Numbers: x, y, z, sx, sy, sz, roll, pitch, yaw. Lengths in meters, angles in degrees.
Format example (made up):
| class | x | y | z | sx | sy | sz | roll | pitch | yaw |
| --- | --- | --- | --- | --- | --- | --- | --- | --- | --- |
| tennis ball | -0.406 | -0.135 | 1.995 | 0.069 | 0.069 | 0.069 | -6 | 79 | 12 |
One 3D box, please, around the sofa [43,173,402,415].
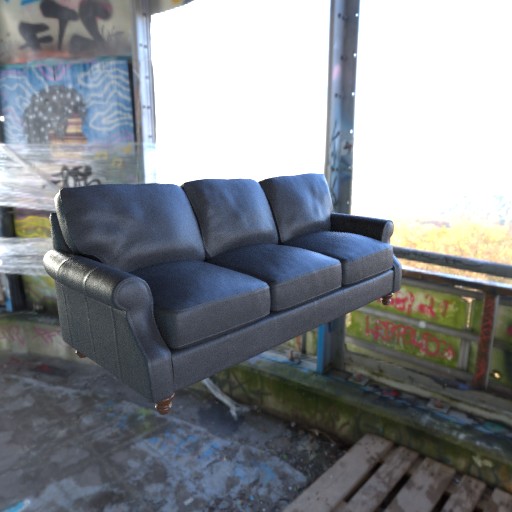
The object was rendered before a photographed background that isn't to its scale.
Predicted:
| class | x | y | z | sx | sy | sz | roll | pitch | yaw |
| --- | --- | --- | --- | --- | --- | --- | --- | --- | --- |
| sofa | 0.000 | 0.000 | 2.857 | 0.974 | 0.977 | 2.387 | 12 | 18 | 43 |
